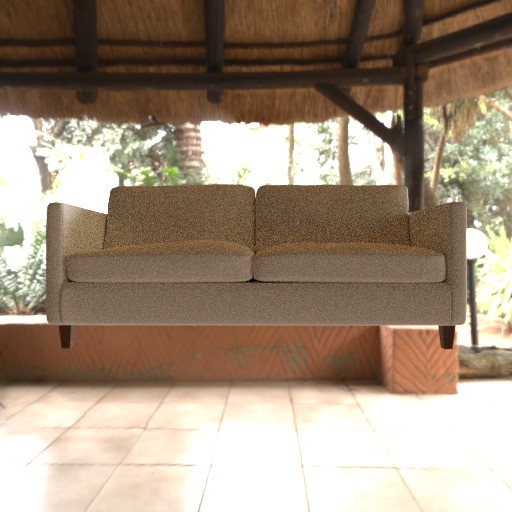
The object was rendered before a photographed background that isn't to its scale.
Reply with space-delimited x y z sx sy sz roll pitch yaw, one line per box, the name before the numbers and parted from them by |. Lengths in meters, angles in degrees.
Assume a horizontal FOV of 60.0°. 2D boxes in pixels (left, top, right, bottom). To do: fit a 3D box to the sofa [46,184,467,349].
sofa | 0.000 0.000 2.648 2.139 0.933 0.924 0 0 1
